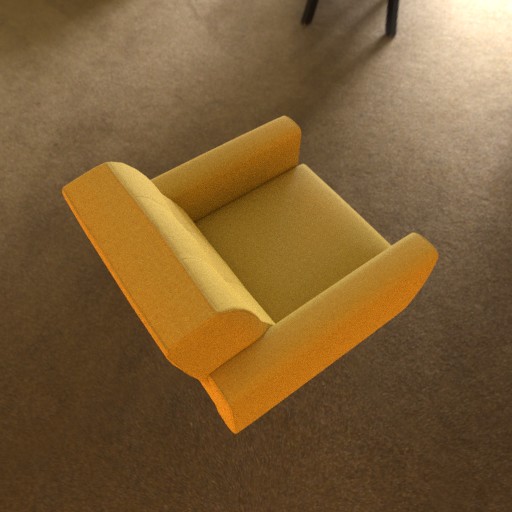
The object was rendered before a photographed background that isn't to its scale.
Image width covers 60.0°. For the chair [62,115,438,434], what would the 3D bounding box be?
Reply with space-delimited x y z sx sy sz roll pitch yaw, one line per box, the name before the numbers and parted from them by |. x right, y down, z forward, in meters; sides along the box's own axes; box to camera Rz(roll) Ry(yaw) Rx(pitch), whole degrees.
chair | 0.000 0.000 1.553 0.909 0.841 0.831 -31 63 -18
